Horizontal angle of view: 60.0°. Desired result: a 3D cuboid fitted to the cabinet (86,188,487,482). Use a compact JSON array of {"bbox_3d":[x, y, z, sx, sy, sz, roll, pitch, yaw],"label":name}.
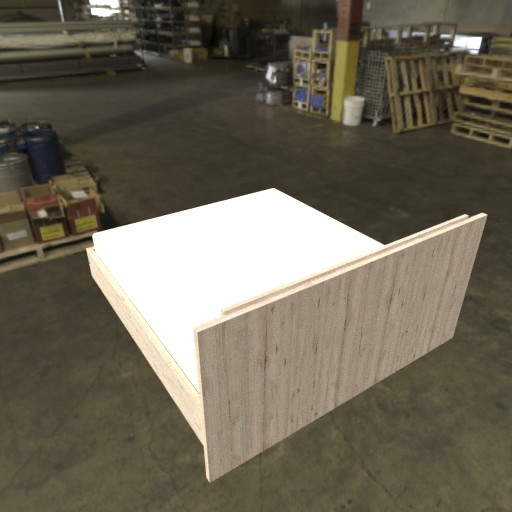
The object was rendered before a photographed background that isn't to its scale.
[{"bbox_3d":[0.000,0.000,3.169,1.950,0.970,2.080,-19,35,-29],"label":"cabinet"}]
